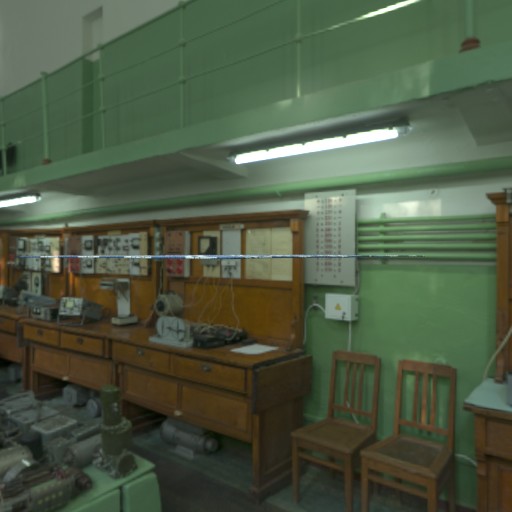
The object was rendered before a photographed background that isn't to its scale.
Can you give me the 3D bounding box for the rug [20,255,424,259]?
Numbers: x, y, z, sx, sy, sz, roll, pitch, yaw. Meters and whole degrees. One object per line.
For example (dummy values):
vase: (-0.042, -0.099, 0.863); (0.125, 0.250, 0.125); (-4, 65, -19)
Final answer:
rug: (0.000, 0.000, 2.189); (1.153, 0.010, 1.755); (0, 0, 37)
